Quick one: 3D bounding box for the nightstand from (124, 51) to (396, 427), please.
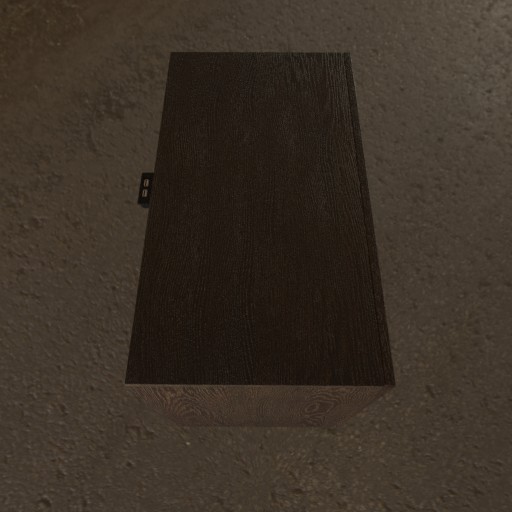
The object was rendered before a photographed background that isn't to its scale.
[{"bbox_3d":[0.000,0.000,1.145,0.457,0.612,0.775,0,63,0],"label":"nightstand"}]
